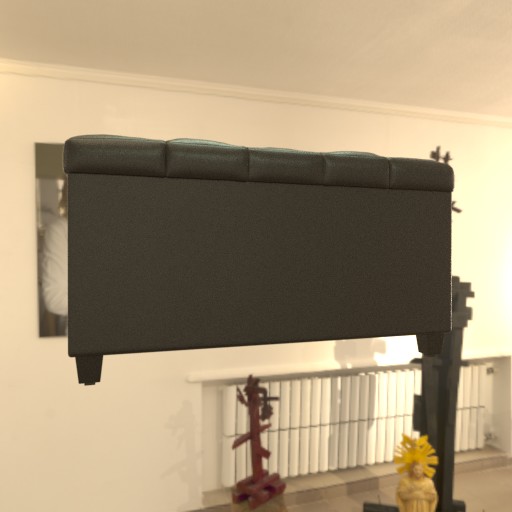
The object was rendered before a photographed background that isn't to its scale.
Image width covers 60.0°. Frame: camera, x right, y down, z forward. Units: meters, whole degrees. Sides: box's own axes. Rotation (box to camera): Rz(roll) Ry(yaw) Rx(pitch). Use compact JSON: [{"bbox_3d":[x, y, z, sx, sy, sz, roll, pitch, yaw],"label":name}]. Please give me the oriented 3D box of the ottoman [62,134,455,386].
[{"bbox_3d":[0.000,0.000,1.090,0.838,0.470,0.432,0,0,-17],"label":"ottoman"}]
